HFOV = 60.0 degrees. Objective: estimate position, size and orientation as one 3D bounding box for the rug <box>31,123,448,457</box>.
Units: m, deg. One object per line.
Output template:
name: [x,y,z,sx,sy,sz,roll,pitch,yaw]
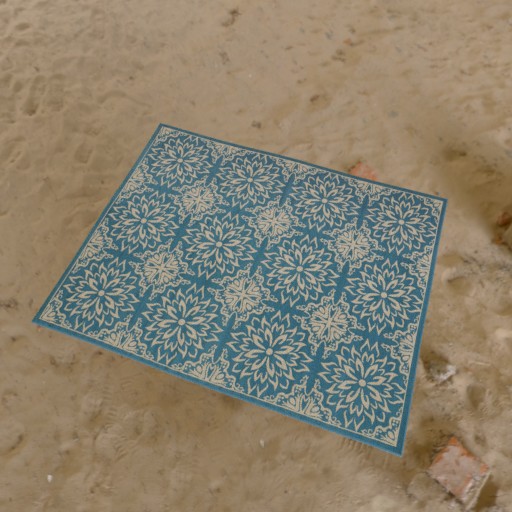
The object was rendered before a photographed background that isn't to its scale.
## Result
rug: [0.000,0.000,3.824,2.964,0.018,2.350,17,61,10]
